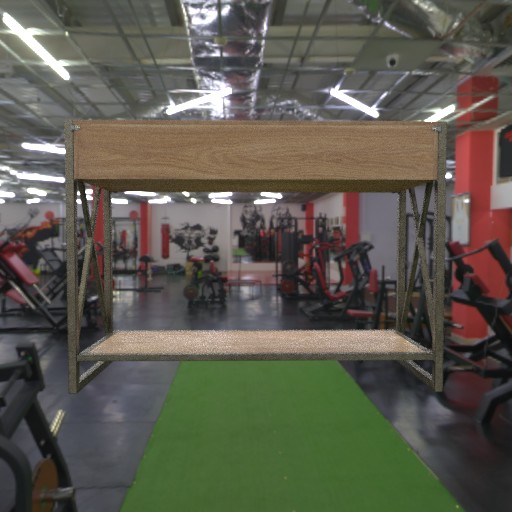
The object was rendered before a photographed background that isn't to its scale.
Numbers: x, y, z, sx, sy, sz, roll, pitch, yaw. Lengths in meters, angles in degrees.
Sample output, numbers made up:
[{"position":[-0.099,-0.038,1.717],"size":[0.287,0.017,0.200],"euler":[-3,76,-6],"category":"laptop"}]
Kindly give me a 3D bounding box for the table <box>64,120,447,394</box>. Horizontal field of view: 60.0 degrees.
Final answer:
[{"position":[0.000,0.000,1.417],"size":[1.059,0.763,0.361],"euler":[0,2,-1],"category":"table"}]
